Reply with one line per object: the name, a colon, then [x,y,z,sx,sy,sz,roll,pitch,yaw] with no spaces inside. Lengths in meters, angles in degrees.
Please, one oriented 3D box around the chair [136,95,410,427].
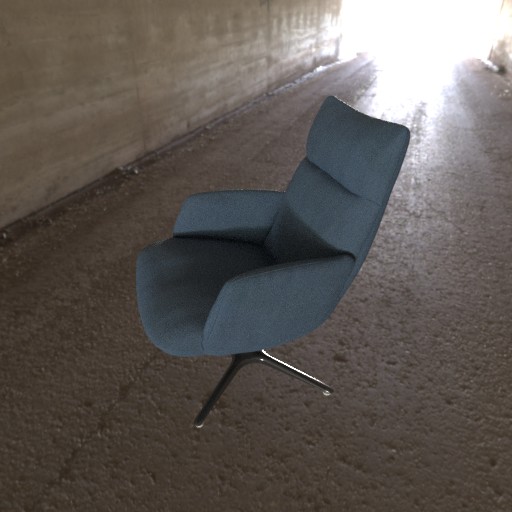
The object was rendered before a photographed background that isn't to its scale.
chair: [0.000,0.000,1.647,0.889,1.016,0.711,-9,31,-15]
